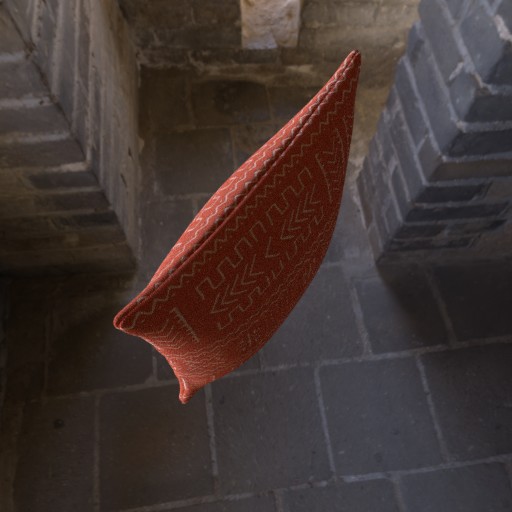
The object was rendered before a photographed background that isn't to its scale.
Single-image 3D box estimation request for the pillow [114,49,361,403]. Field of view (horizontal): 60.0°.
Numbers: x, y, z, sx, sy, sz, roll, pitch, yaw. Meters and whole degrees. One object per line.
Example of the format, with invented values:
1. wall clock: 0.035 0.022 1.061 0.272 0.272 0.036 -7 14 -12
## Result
1. pillow: 0.000 0.000 0.654 0.164 0.429 0.438 33 68 15
